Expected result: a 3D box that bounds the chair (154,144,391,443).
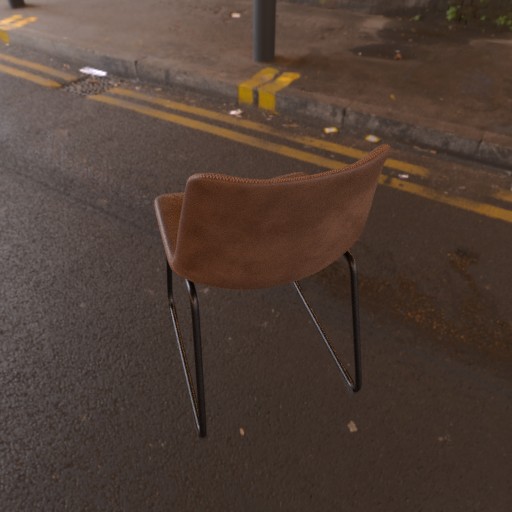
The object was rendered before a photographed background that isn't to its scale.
[{"bbox_3d":[0.000,0.000,1.115,0.460,0.780,0.551,-12,42,-13],"label":"chair"}]
